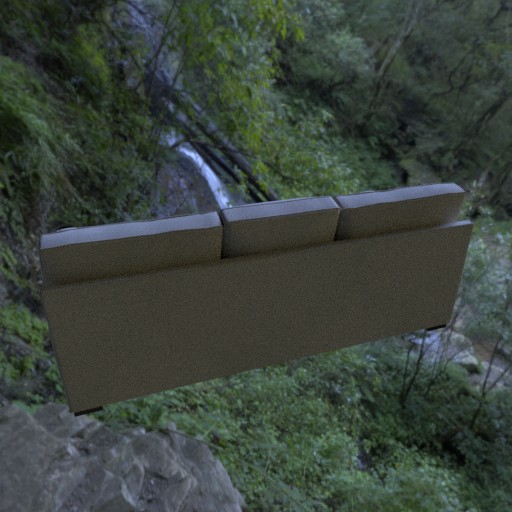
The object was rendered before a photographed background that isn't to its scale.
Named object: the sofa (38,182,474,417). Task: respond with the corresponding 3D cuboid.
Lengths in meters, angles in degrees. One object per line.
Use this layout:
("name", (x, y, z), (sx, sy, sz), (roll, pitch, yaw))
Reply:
("sofa", (0.000, 0.000, 2.489), (2.088, 0.862, 0.935), (-9, 29, -17))
